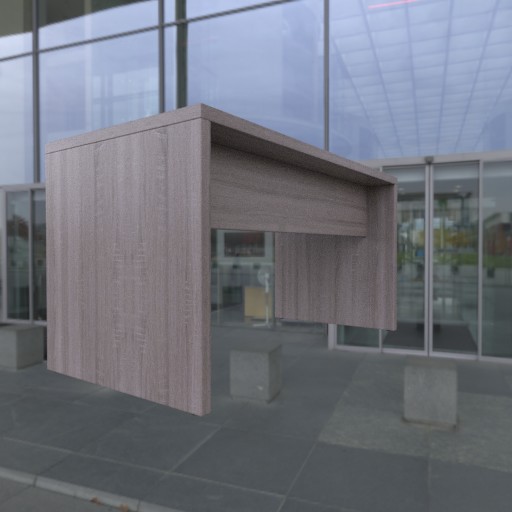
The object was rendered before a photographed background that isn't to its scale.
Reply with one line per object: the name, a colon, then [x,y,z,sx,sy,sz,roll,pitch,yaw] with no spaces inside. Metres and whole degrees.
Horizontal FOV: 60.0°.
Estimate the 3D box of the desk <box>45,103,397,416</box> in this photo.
desk: [0.000,0.000,1.802,0.690,0.745,1.380,1,1,36]
